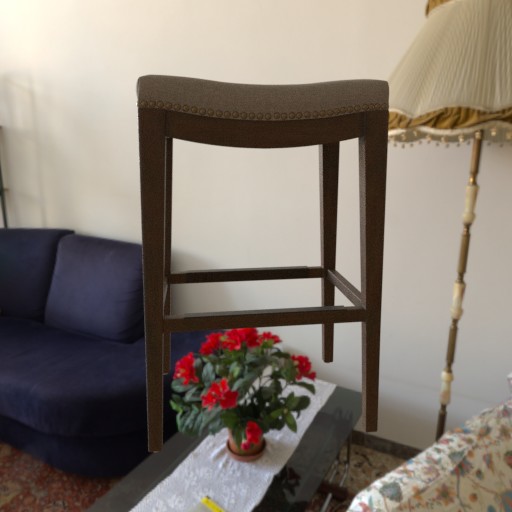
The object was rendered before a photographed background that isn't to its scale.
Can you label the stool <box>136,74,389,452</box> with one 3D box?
[{"bbox_3d":[0.000,0.000,1.049,0.508,0.762,0.356,-2,15,-8],"label":"stool"}]
